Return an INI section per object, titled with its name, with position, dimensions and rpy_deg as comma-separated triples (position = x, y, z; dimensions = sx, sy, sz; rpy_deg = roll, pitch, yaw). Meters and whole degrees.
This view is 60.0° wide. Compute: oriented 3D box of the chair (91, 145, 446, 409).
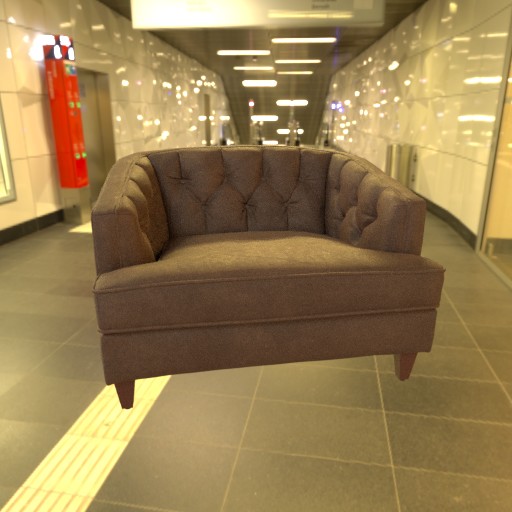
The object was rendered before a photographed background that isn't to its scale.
[chair]
position = 0.000, 0.000, 1.727
dimensions = 1.118, 0.787, 0.914
rpy_deg = -3, 18, -9
